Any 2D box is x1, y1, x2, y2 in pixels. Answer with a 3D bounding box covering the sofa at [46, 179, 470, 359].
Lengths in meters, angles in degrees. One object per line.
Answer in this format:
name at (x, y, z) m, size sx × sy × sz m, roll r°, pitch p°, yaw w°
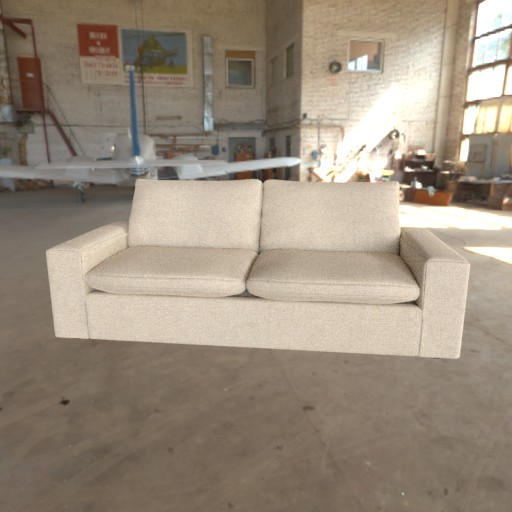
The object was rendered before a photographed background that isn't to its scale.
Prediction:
sofa at (0.000, 0.000, 2.830) m, size 2.299 × 0.922 × 1.040 m, roll 2°, pitch 13°, yaw 7°
